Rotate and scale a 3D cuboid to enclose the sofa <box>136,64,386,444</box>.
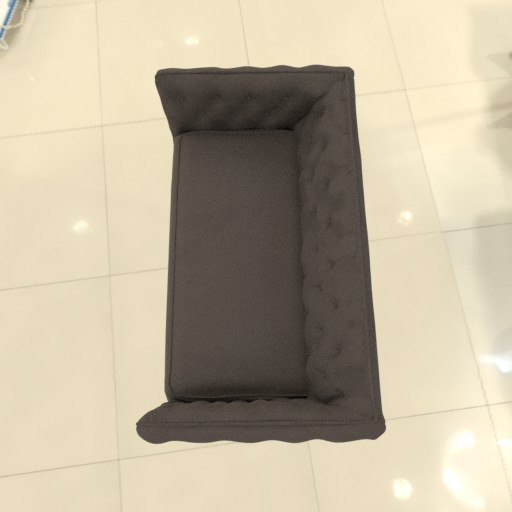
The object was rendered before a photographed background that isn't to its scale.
[{"bbox_3d":[0.000,0.000,2.120,0.909,0.810,1.583,-1,75,0],"label":"sofa"}]
